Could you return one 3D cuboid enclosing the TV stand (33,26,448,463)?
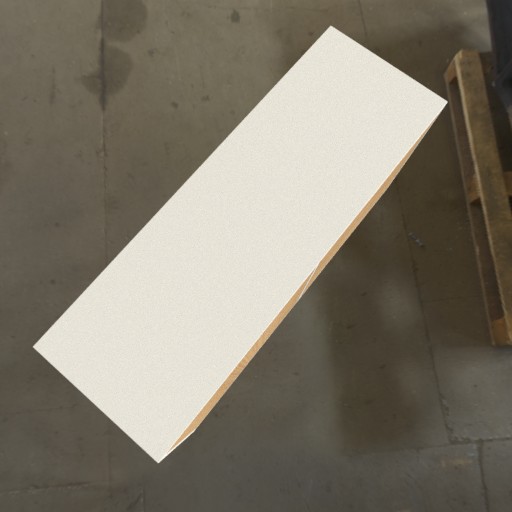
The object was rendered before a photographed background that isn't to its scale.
[{"bbox_3d":[0.000,0.000,1.538,0.406,0.812,1.193,38,78,10],"label":"TV stand"}]
